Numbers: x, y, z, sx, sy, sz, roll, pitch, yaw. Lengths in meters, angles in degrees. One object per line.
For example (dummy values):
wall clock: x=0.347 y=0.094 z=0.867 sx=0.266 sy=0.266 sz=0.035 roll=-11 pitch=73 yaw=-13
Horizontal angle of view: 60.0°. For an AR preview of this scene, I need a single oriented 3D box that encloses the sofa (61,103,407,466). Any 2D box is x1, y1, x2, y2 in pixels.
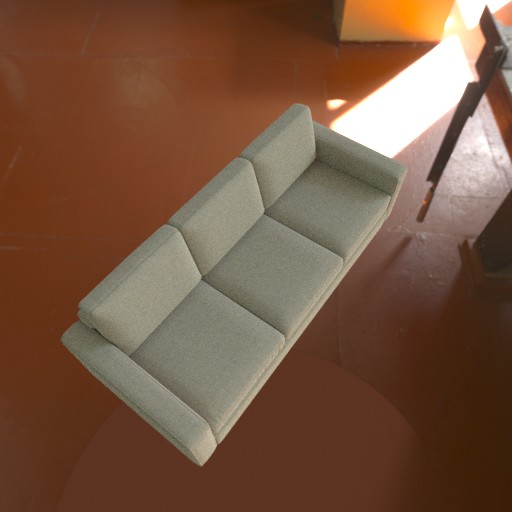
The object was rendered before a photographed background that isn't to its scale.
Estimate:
sofa: x=0.000 y=0.000 z=2.688 sx=0.900 sy=0.800 sz=2.160 roll=32 pitch=63 yaw=19
